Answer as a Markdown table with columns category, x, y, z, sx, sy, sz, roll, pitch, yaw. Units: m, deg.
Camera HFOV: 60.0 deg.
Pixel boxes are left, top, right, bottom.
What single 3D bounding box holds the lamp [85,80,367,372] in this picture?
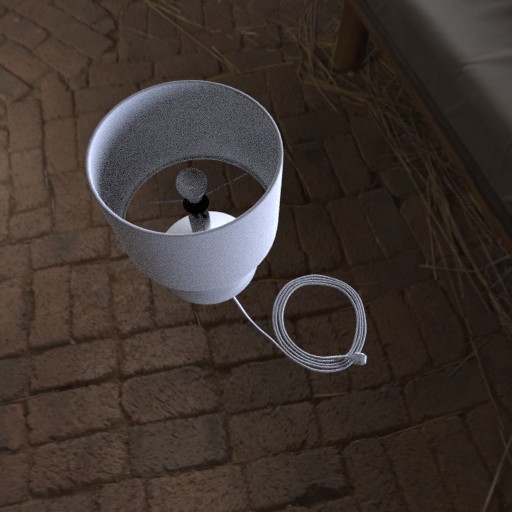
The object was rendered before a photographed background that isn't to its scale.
| category | x | y | z | sx | sy | sz | roll | pitch | yaw |
| --- | --- | --- | --- | --- | --- | --- | --- | --- | --- |
| lamp | 0.000 | 0.000 | 0.859 | 0.401 | 0.457 | 0.546 | -34 | 68 | -15 |
